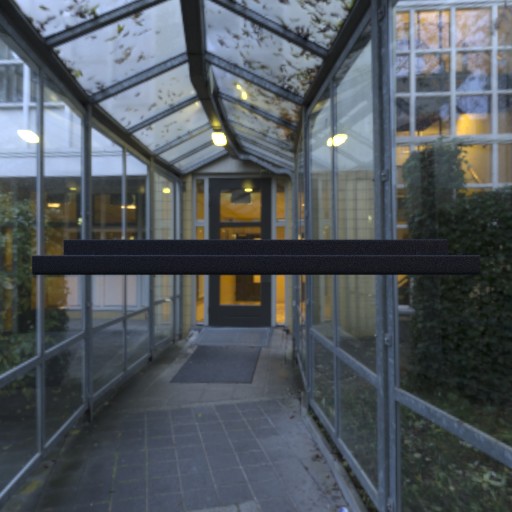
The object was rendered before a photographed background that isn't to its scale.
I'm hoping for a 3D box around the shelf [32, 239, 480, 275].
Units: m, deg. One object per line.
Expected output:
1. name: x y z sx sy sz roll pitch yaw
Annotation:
1. shelf: 0.000 0.000 0.649 0.605 0.053 0.102 0 0 0
